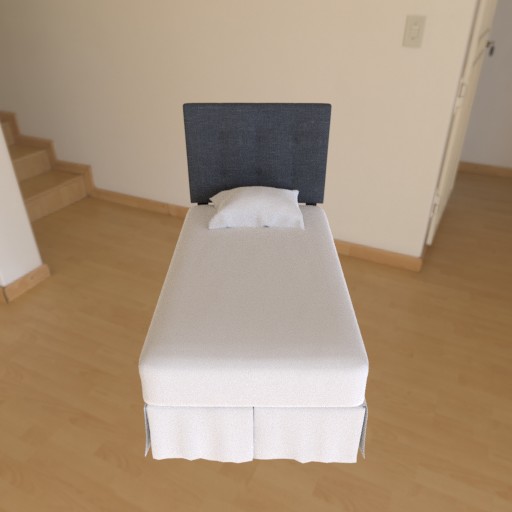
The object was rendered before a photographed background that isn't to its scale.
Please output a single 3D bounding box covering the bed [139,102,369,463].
[{"bbox_3d":[0.000,0.000,2.963,1.261,1.571,1.997,0,31,0],"label":"bed"}]
